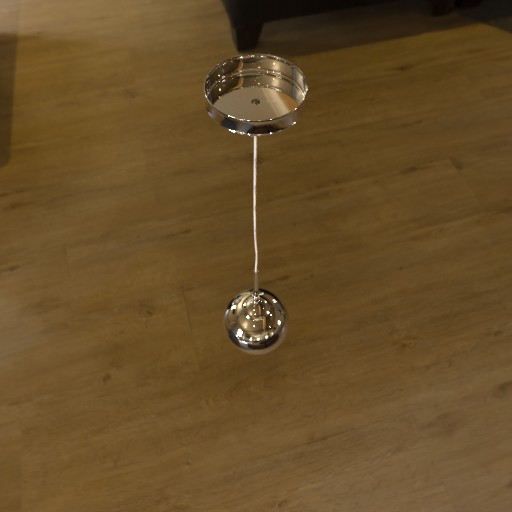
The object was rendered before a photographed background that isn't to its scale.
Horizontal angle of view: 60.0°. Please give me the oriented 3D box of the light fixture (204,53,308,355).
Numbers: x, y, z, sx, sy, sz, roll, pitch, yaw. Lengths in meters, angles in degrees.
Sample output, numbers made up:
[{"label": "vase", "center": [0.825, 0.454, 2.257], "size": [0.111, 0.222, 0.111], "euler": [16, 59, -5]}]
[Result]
[{"label": "light fixture", "center": [0.000, 0.000, 1.709], "size": [0.336, 1.538, 0.336], "euler": [1, 58, 0]}]
